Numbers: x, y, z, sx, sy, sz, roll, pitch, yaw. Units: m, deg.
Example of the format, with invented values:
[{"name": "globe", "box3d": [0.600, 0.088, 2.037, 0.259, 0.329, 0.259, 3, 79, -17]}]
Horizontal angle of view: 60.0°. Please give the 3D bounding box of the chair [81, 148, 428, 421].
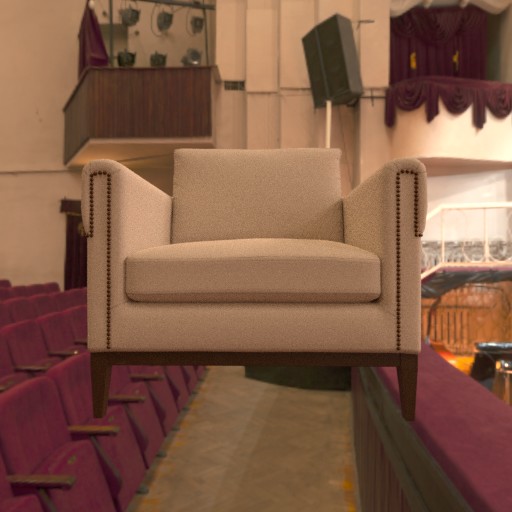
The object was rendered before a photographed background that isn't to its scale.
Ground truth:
[{"name": "chair", "box3d": [0.000, 0.000, 1.641, 0.982, 0.915, 0.896, 0, 0, 1]}]
